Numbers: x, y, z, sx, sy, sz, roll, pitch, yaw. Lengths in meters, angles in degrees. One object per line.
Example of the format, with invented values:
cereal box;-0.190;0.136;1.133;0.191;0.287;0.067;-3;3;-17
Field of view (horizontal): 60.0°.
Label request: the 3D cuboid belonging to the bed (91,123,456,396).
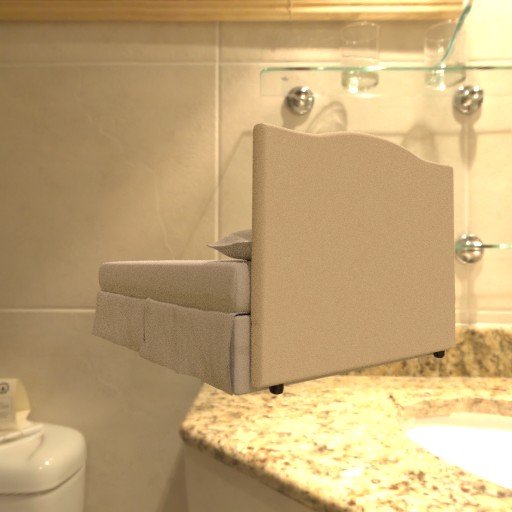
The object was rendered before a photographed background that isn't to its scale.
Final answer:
bed;0.000;0.000;3.644;1.977;1.437;2.477;1;-1;-36
